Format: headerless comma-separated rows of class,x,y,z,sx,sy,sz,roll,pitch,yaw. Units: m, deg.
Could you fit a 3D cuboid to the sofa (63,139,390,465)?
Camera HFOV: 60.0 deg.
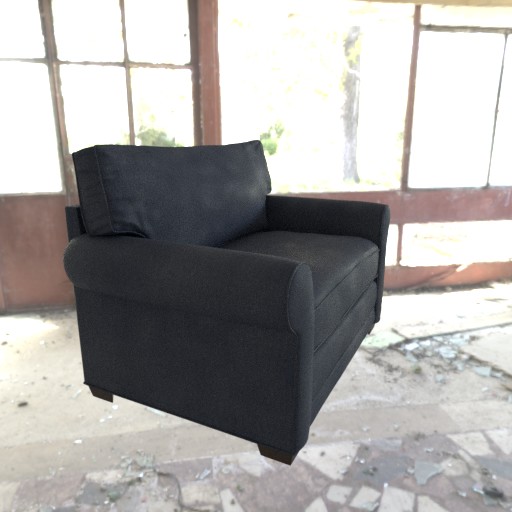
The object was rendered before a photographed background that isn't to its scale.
sofa,0.000,0.000,1.998,0.938,1.004,1.405,8,17,26
